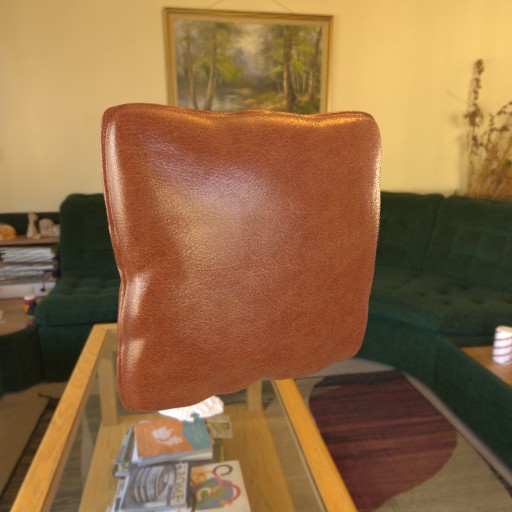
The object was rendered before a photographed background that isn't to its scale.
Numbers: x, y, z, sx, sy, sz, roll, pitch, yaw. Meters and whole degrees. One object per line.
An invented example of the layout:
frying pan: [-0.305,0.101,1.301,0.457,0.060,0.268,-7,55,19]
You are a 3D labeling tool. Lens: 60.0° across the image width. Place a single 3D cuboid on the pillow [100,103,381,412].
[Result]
pillow: [0.000,0.000,0.821,0.532,0.523,0.236,-7,16,-26]
